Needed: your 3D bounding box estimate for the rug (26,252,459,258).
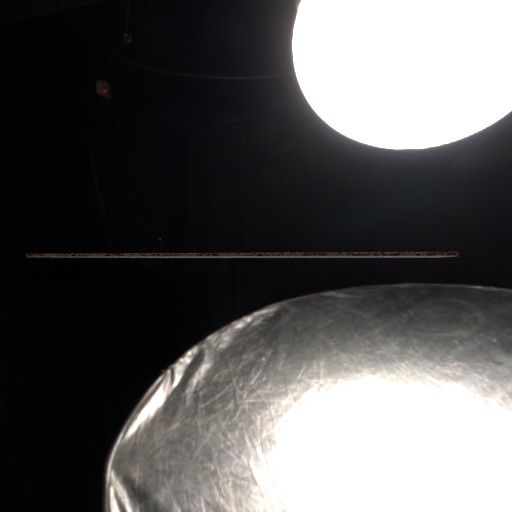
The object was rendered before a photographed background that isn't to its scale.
[{"bbox_3d":[0.000,0.000,2.919,2.297,0.018,1.541,0,0,19],"label":"rug"}]
